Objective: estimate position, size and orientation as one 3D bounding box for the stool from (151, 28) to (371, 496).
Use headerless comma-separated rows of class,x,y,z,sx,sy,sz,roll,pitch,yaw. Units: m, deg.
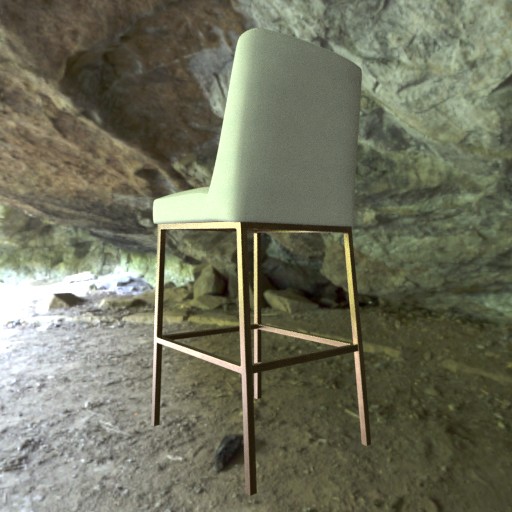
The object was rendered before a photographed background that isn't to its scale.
stool,0.000,0.000,1.343,0.462,1.084,0.546,-1,1,-38
